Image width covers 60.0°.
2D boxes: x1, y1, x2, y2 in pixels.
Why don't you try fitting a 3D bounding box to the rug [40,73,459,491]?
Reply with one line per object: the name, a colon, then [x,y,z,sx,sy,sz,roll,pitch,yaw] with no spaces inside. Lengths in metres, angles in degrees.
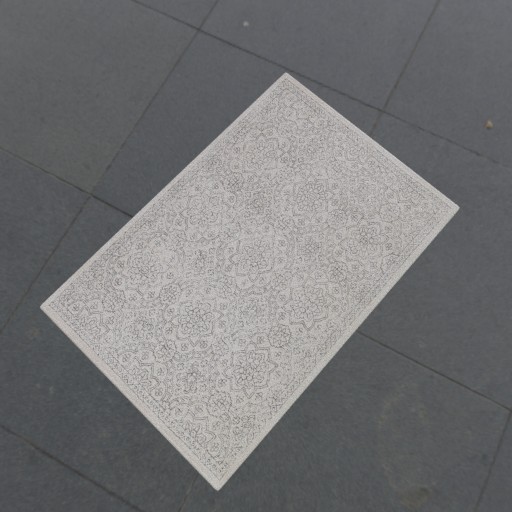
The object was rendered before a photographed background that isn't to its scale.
rug: [0.000,0.000,2.813,1.524,0.011,2.286,42,79,10]
